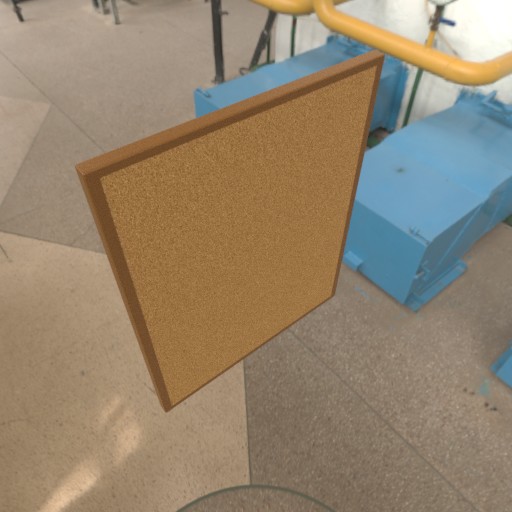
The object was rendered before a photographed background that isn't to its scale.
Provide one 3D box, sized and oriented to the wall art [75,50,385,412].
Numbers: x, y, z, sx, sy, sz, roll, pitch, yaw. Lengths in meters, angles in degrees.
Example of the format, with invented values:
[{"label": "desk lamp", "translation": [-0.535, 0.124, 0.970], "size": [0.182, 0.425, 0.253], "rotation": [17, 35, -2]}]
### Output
[{"label": "wall art", "translation": [0.000, 0.000, 0.733], "size": [0.449, 0.550, 0.021], "rotation": [-30, 54, -25]}]
